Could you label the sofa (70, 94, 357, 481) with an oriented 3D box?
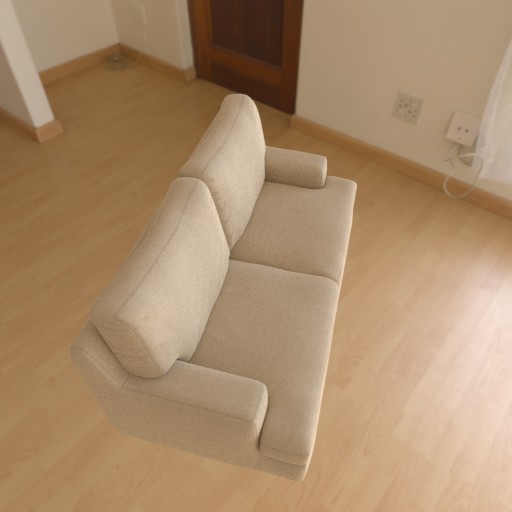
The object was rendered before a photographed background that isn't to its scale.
[{"bbox_3d":[0.000,0.000,2.381,0.962,0.967,1.885,11,48,10],"label":"sofa"}]
